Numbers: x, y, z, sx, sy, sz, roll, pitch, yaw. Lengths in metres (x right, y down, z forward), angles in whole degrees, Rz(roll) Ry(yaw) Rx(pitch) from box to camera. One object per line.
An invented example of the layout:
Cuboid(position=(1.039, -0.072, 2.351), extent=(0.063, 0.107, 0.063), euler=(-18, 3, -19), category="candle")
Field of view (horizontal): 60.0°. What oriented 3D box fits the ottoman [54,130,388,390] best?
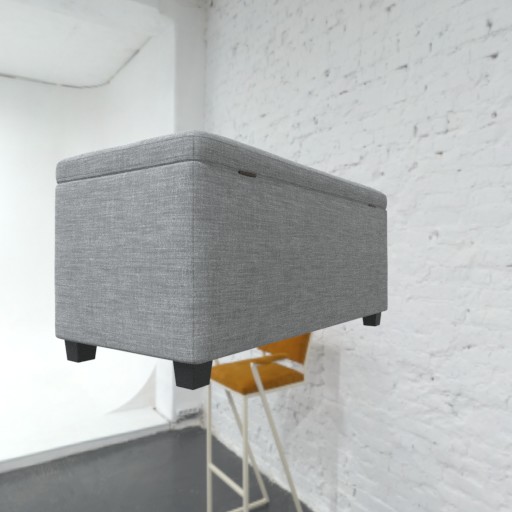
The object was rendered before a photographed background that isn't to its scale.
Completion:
Cuboid(position=(0.000, 0.000, 1.153), extent=(0.419, 0.432, 0.902), euler=(0, 0, 36), category="ottoman")
